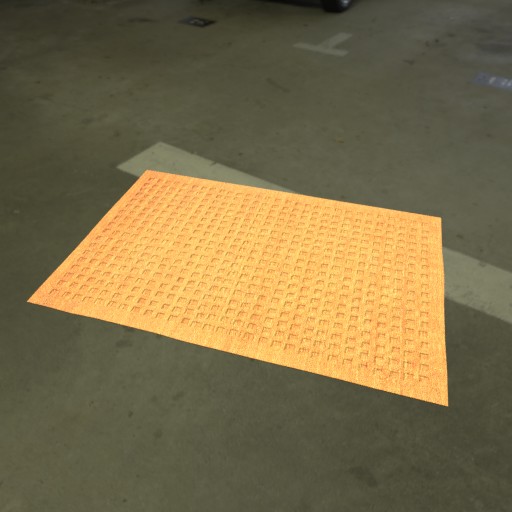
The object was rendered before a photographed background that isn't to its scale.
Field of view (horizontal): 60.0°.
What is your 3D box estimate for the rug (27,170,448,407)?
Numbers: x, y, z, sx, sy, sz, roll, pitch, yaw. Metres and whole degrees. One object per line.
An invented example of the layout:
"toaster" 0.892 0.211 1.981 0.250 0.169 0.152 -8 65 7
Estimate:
"rug" 0.000 0.000 2.154 1.747 0.006 1.143 11 43 12
